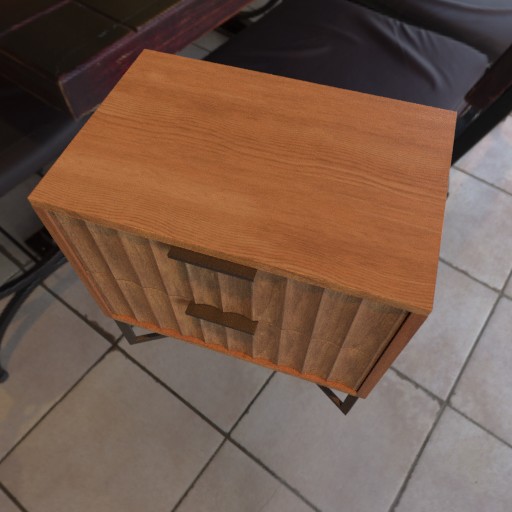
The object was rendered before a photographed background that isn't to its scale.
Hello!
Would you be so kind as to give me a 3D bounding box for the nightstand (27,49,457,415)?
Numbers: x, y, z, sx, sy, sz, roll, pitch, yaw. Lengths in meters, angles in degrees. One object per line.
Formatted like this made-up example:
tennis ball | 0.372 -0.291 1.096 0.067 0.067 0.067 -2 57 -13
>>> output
nightstand | 0.000 0.000 0.988 0.613 0.615 0.427 15 59 10
